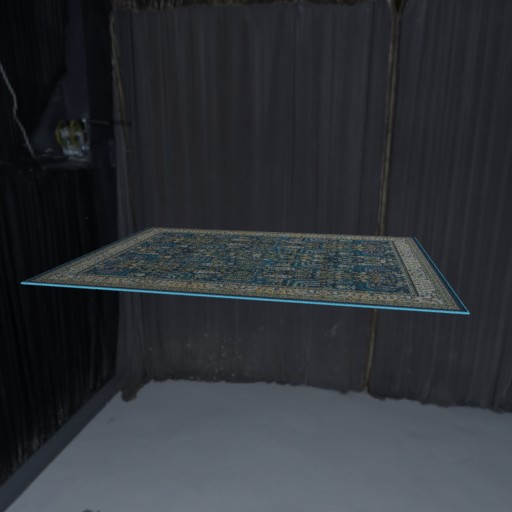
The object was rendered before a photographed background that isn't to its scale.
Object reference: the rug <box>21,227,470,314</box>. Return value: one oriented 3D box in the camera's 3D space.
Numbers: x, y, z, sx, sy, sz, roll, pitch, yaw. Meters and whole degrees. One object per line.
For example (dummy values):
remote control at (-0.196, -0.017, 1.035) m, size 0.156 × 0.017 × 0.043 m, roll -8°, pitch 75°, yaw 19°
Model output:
rug at (0.000, 0.000, 3.990) m, size 3.044 × 0.015 × 2.226 m, roll 3°, pitch 15°, yaw 11°
